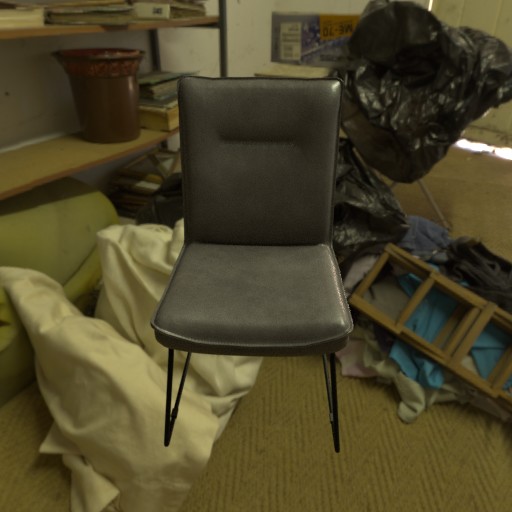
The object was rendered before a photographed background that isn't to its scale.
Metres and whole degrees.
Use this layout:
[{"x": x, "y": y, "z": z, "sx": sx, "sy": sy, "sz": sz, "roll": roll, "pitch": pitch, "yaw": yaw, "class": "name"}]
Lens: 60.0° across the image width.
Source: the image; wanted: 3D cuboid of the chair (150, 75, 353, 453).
[{"x": 0.000, "y": 0.000, "z": 1.340, "sx": 0.515, "sy": 0.932, "sz": 0.688, "roll": 1, "pitch": 31, "yaw": 2, "class": "chair"}]
